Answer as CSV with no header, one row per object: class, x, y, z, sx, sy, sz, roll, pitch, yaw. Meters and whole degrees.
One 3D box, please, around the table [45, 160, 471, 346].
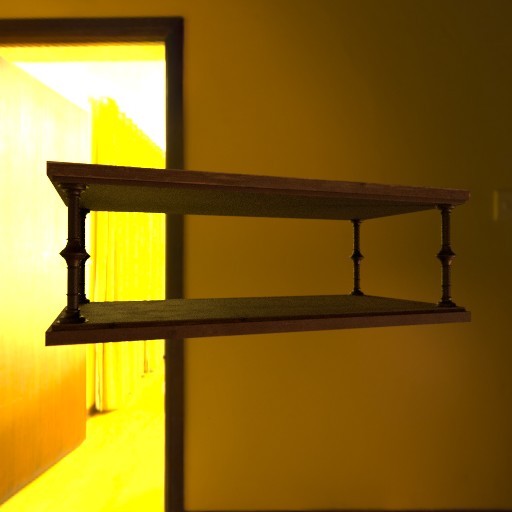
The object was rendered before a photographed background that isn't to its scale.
table,0.000,0.000,1.329,1.088,0.373,0.554,0,-1,-19
